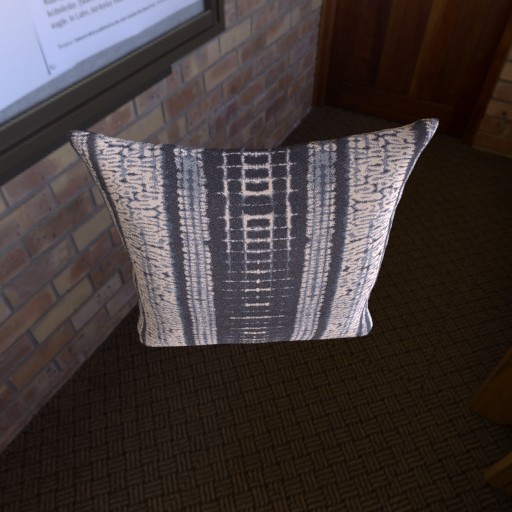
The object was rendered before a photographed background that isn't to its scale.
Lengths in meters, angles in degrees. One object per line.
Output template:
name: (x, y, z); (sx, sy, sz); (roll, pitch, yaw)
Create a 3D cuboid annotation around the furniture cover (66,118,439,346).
furniture cover: (0.000, 0.000, 0.660); (0.425, 0.435, 0.133); (-2, 47, -2)
